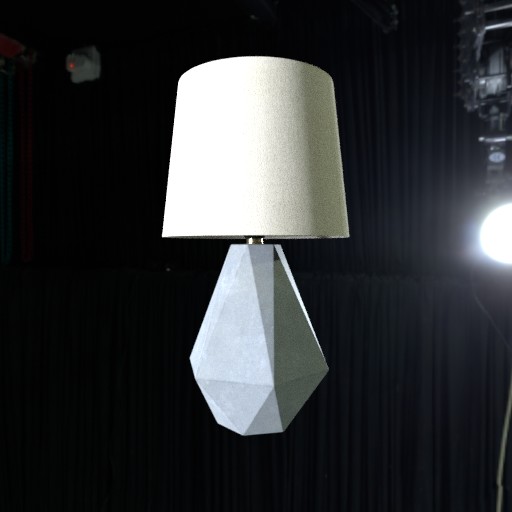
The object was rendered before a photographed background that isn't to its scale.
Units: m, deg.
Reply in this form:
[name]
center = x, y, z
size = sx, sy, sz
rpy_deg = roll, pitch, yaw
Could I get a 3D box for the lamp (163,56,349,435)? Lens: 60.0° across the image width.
[lamp]
center = 0.000, 0.000, 0.670
size = 0.276, 0.501, 0.276
rpy_deg = 0, 1, 0
